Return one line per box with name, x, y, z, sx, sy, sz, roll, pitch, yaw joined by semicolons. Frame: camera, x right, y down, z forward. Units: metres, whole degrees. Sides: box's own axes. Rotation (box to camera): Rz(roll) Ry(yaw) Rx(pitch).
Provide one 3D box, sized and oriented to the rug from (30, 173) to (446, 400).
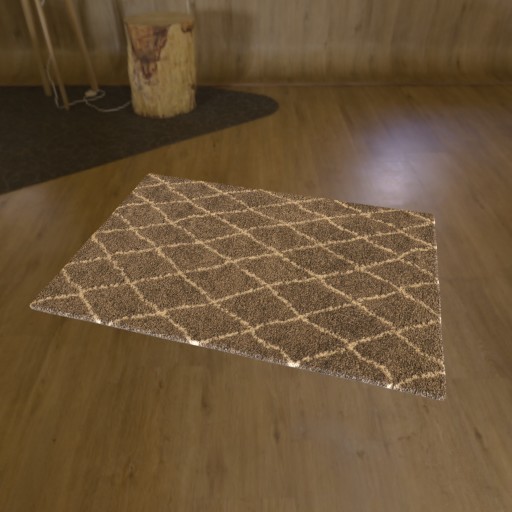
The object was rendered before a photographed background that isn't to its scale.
rug;0.000;0.000;2.254;1.778;0.030;1.219;10;41;12
